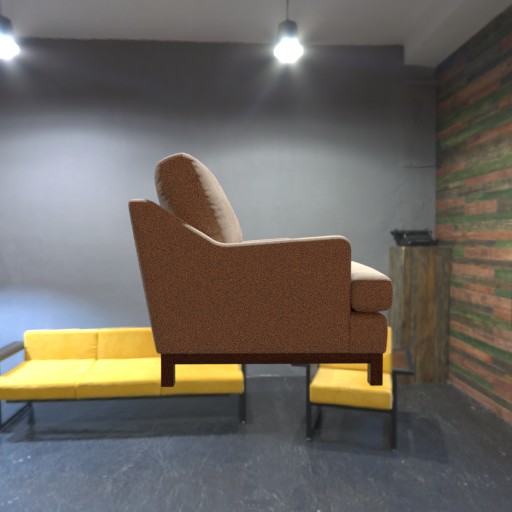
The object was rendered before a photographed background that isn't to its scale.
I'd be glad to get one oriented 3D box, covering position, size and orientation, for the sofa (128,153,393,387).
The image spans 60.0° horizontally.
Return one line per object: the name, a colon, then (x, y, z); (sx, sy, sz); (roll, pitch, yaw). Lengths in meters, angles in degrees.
sofa: (0.000, 0.000, 2.799); (1.000, 0.913, 2.321); (0, 2, -1)
